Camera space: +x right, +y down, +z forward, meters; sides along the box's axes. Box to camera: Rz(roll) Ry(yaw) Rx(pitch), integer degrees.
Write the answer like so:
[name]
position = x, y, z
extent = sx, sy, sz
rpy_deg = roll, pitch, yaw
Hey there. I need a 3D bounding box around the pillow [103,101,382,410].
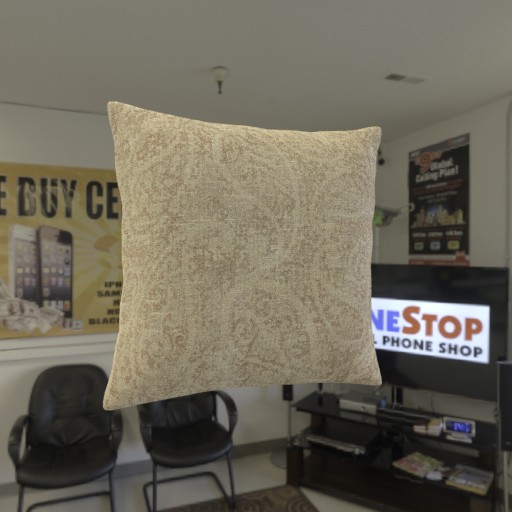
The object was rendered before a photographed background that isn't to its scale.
[pillow]
position = 0.000, 0.000, 0.801
extent = 0.523, 0.510, 0.166
rpy_deg = 0, 1, -18
